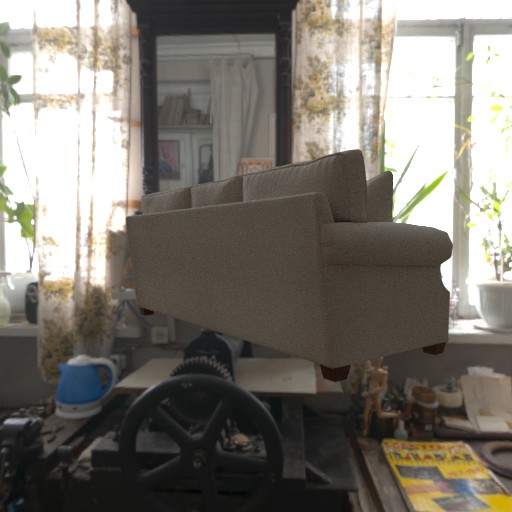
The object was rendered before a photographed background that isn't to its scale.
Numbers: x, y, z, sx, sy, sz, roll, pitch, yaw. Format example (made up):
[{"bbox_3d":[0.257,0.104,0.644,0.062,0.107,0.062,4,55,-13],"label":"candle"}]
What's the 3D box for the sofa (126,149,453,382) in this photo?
[{"bbox_3d":[0.000,0.000,2.879,0.965,0.975,2.312,-1,2,-36],"label":"sofa"}]
